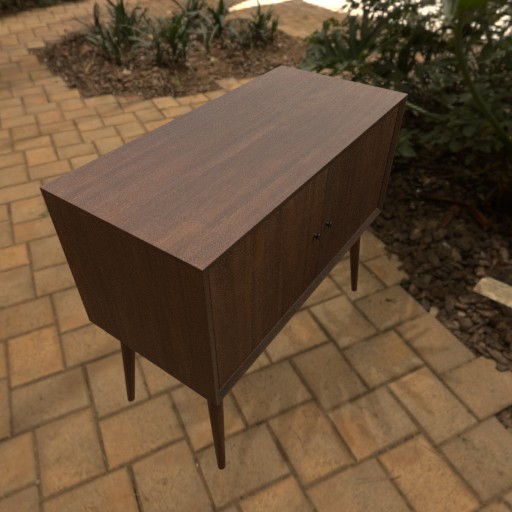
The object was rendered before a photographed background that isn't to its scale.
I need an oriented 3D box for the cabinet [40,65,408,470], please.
[{"bbox_3d":[0.000,0.000,1.101,0.354,0.654,0.743,25,47,26],"label":"cabinet"}]
